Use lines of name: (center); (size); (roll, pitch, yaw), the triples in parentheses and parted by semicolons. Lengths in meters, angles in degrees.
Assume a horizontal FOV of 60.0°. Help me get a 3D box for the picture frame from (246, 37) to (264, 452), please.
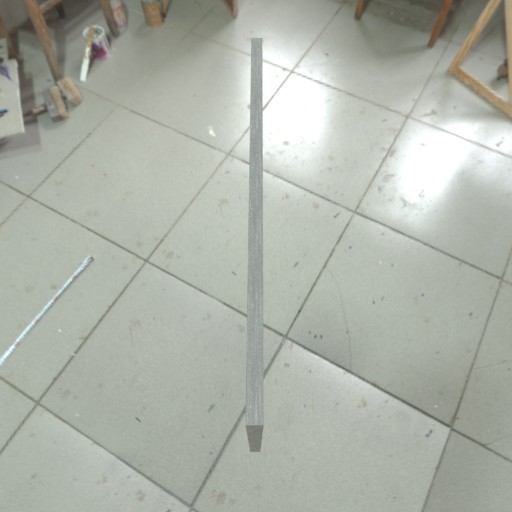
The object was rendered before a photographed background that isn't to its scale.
picture frame: (0.000, 0.000, 1.221); (0.029, 0.640, 0.950); (0, 63, 0)
